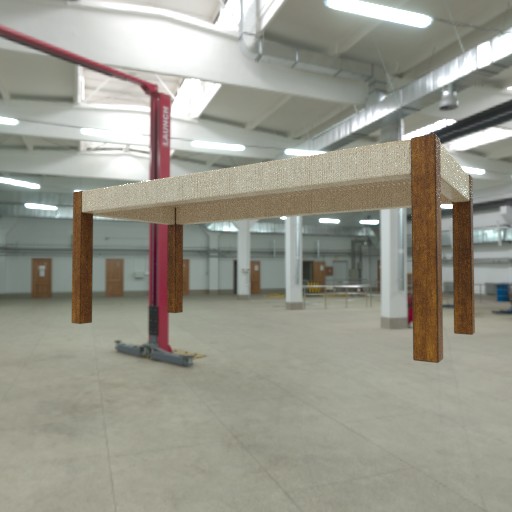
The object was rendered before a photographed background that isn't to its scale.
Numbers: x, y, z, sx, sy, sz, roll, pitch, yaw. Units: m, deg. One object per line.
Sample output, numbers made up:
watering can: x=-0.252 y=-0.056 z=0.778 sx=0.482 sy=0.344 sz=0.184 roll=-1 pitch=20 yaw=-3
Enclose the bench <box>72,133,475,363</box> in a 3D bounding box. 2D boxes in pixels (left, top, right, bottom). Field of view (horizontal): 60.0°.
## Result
bench: x=0.000 y=0.000 z=1.422 sx=1.198 sy=0.457 sz=0.507 roll=-1 pitch=-2 yaw=34
